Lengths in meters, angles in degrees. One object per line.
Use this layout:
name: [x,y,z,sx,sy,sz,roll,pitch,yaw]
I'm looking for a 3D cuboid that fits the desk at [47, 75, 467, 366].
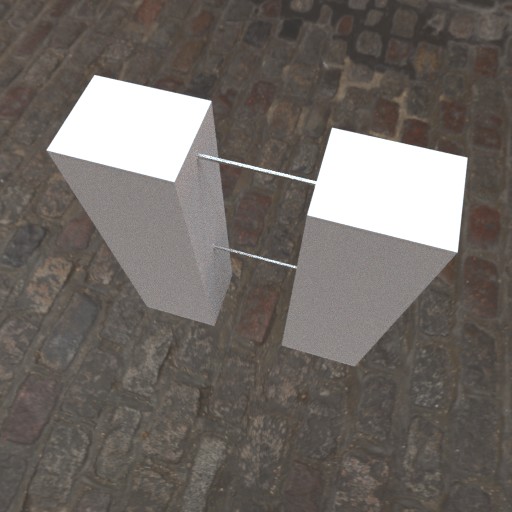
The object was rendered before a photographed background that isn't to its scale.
desk: [0.000,0.000,2.827,1.770,2.000,0.480,15,65,7]
